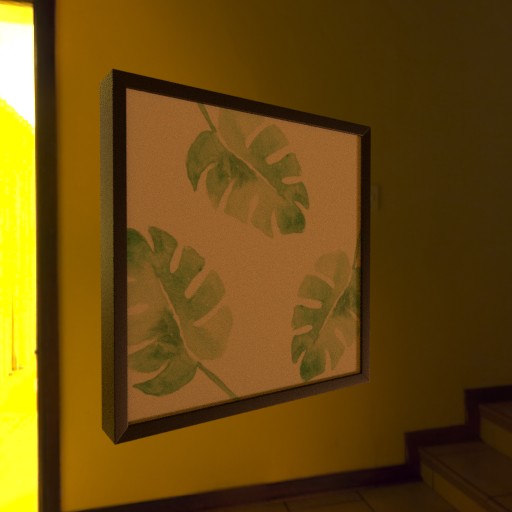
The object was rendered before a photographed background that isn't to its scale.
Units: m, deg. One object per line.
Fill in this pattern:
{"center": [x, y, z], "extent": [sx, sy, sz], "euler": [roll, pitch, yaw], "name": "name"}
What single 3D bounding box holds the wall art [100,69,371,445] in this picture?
{"center": [0.000, 0.000, 0.458], "extent": [0.304, 0.304, 0.038], "euler": [-1, 1, -34], "name": "wall art"}
